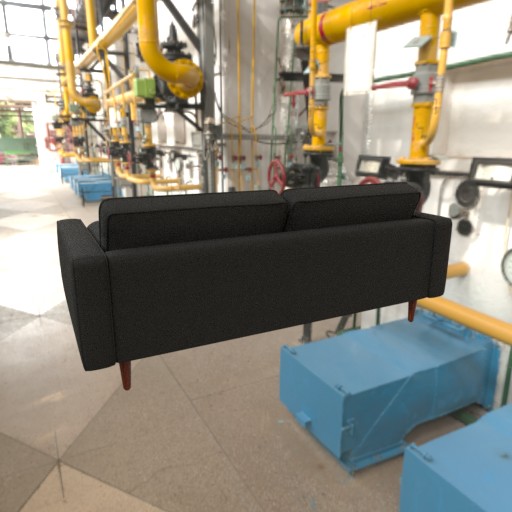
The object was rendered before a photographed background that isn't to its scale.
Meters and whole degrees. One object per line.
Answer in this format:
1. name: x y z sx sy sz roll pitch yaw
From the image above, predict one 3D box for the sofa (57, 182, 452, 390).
1. sofa: 0.000 0.000 2.353 1.875 0.759 0.914 -7 16 -26
